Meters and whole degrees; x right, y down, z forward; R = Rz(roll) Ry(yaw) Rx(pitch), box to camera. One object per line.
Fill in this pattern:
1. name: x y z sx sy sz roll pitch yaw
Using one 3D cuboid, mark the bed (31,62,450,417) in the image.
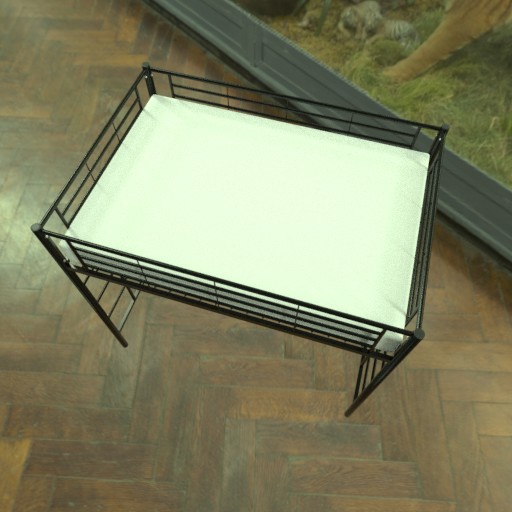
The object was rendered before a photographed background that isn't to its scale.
1. bed: 0.000 0.000 3.214 1.994 1.803 1.397 15 61 9
